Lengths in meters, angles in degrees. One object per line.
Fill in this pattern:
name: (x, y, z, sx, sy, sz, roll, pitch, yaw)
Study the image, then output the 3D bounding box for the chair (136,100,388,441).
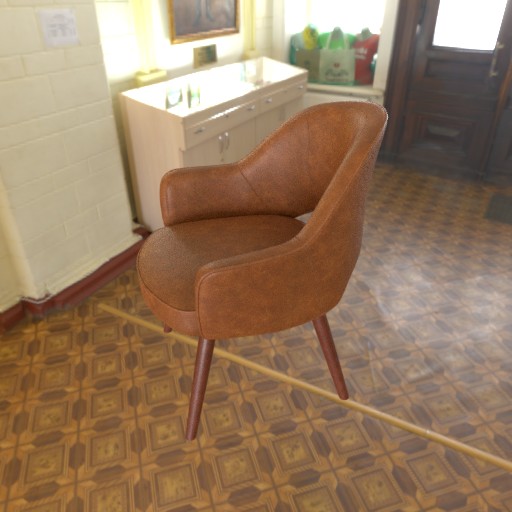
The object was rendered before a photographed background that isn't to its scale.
chair: (0.000, 0.000, 1.227, 0.640, 0.777, 0.591, -9, 32, -15)
